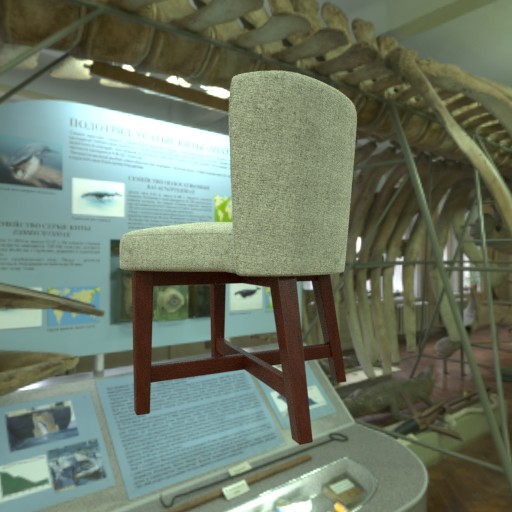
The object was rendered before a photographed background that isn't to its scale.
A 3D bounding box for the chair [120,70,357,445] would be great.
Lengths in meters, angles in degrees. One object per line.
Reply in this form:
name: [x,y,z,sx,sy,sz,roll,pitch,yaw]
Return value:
chair: [0.000,0.000,1.297,0.575,0.827,0.728,0,-1,20]
